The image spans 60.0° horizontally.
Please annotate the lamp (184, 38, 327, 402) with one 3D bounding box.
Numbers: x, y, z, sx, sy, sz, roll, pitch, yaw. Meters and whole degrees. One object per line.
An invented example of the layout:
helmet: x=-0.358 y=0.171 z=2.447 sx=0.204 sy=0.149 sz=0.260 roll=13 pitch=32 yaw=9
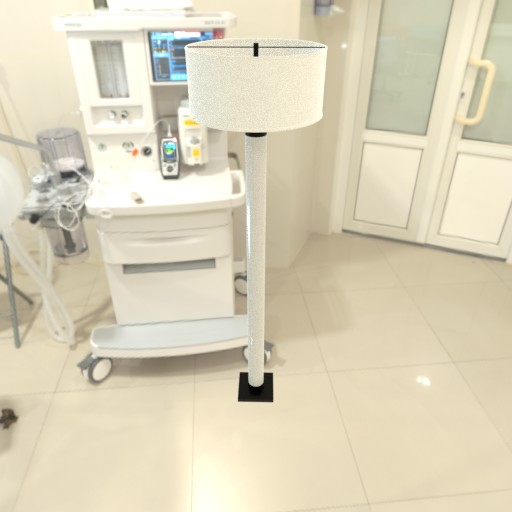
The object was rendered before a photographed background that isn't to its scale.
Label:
lamp: x=0.000 y=0.000 z=1.692 sx=0.420 sy=1.475 sz=0.420 roll=1 pitch=32 yaw=1
